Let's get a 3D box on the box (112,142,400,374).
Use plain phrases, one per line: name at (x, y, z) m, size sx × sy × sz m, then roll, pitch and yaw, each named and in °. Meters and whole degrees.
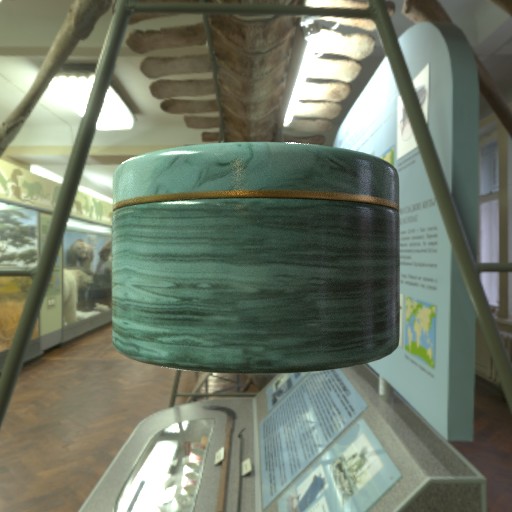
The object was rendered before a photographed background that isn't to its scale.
box at (0.000, 0.000, 0.164) m, size 0.101 × 0.063 × 0.101 m, roll 0°, pitch 0°, yaw 0°
